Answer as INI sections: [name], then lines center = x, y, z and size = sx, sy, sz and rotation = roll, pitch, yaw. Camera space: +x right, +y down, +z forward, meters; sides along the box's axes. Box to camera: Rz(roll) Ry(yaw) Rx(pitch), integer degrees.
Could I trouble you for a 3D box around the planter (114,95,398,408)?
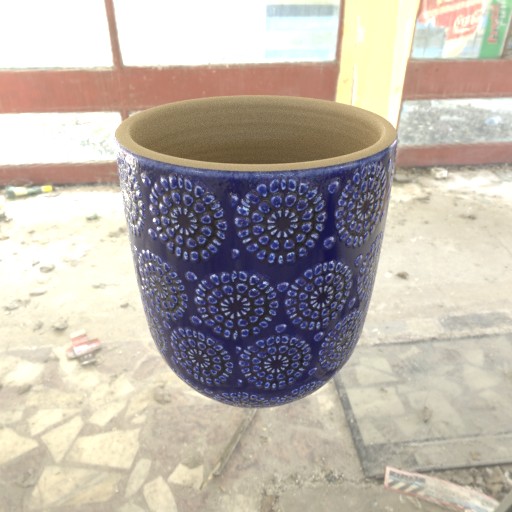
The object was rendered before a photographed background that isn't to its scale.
[planter]
center = 0.000, 0.000, 0.345
size = 0.184, 0.206, 0.184
rotation = 0, 31, 0
